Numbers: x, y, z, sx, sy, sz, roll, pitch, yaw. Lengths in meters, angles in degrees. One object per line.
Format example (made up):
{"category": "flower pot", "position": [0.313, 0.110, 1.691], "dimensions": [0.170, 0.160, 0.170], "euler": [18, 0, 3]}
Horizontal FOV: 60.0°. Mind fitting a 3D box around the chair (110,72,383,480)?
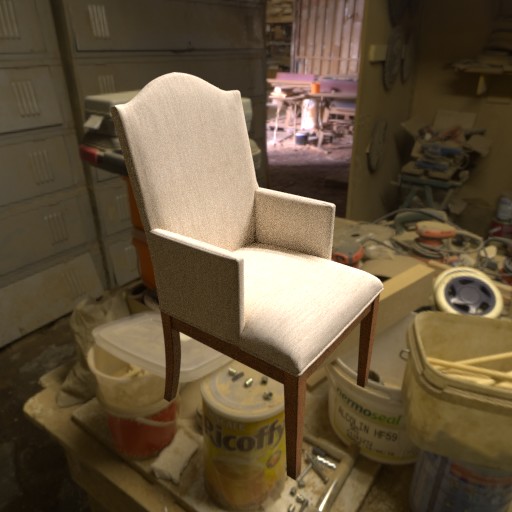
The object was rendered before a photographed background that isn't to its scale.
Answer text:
{"category": "chair", "position": [0.000, 0.000, 1.352], "dimensions": [0.641, 1.016, 0.533], "euler": [18, 31, 32]}
